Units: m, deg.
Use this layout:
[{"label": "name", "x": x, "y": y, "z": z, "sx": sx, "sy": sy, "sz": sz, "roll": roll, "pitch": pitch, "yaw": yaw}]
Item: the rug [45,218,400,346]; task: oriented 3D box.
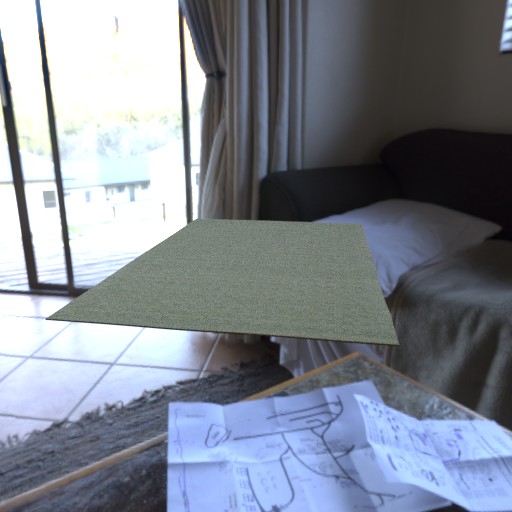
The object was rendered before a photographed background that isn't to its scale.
[{"label": "rug", "x": 0.000, "y": 0.000, "z": 2.214, "sx": 1.143, "sy": 0.006, "sz": 1.747, "roll": 3, "pitch": 16, "yaw": 9}]
